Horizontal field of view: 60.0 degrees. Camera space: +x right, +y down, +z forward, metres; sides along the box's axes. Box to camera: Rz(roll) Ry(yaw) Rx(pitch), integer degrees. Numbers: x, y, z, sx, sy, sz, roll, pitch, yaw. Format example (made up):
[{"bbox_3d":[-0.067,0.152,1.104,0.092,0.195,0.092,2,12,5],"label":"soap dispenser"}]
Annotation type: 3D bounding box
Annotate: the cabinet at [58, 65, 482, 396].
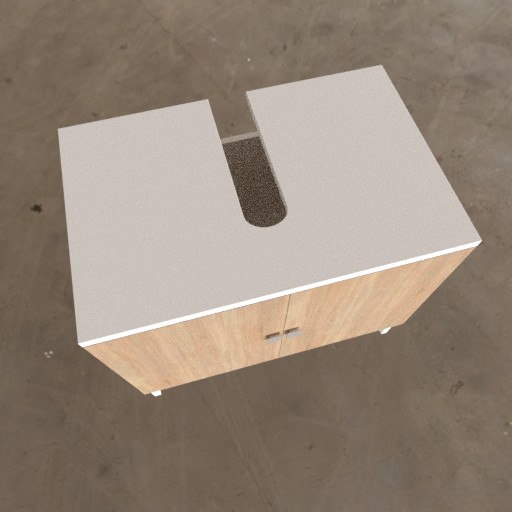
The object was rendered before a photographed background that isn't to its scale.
[{"bbox_3d":[0.000,0.000,0.945,0.600,0.522,0.400,-14,64,-7],"label":"cabinet"}]
